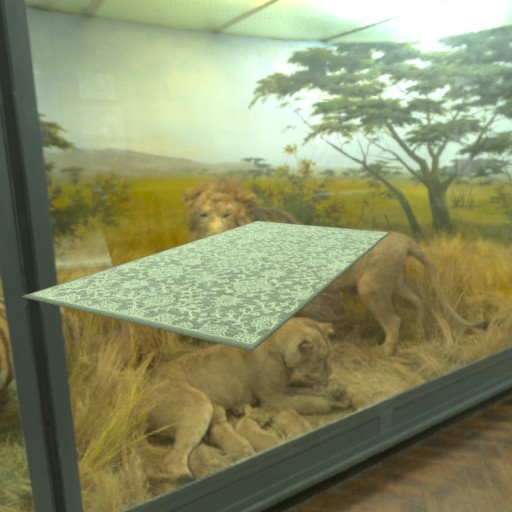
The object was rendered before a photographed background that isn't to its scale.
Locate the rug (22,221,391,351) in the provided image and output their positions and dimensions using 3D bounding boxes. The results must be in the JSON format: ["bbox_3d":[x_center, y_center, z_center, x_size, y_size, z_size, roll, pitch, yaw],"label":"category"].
[{"bbox_3d":[0.000,0.000,3.597,1.546,0.011,3.048,7,16,27],"label":"rug"}]
